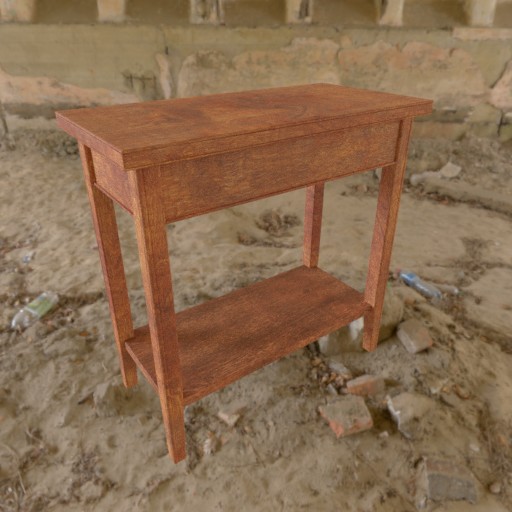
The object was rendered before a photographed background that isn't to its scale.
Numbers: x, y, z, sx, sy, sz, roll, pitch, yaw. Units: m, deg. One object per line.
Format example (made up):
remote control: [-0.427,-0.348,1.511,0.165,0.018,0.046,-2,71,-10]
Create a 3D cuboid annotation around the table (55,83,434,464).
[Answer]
table: [0.000,0.000,0.933,0.610,0.610,0.305,-19,34,-31]
